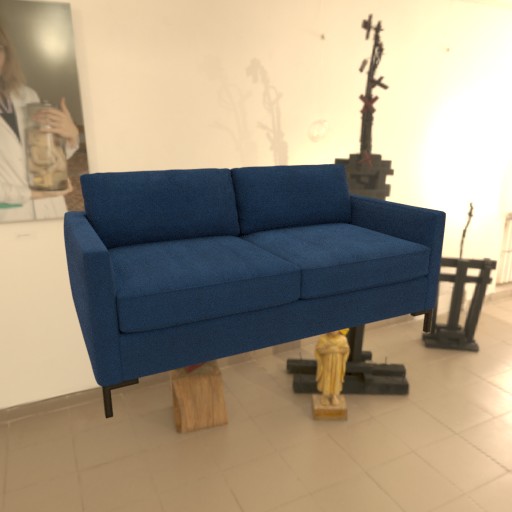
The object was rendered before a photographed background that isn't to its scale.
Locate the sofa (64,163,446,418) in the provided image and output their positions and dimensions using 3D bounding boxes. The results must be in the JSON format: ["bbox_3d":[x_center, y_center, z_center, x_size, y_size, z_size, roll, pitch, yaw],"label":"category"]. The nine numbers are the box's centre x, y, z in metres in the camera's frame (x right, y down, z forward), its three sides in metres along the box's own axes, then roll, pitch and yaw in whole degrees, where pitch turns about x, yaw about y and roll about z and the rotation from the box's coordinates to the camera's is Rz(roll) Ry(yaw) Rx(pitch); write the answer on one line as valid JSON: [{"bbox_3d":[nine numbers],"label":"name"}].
[{"bbox_3d":[0.000,0.000,2.178,1.676,0.817,0.875,-8,17,-25],"label":"sofa"}]
